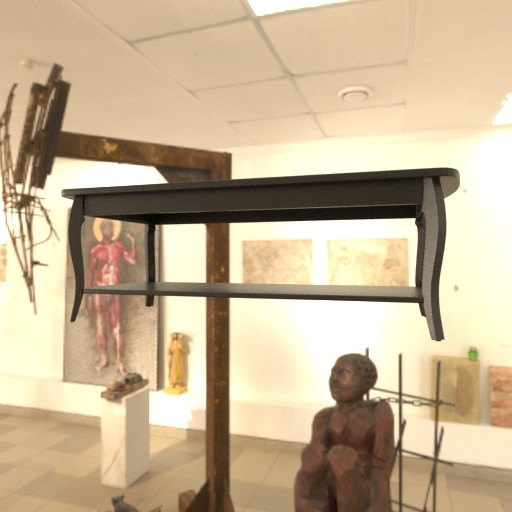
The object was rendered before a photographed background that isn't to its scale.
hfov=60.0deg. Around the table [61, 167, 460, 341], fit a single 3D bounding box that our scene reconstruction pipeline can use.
[{"bbox_3d":[0.000,0.000,1.598,1.333,0.457,0.571,0,0,18],"label":"table"}]
